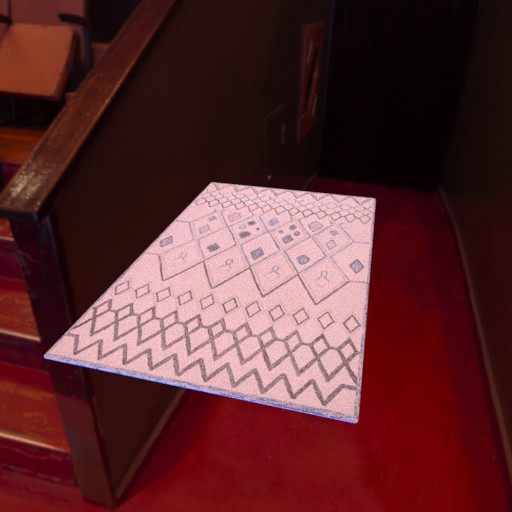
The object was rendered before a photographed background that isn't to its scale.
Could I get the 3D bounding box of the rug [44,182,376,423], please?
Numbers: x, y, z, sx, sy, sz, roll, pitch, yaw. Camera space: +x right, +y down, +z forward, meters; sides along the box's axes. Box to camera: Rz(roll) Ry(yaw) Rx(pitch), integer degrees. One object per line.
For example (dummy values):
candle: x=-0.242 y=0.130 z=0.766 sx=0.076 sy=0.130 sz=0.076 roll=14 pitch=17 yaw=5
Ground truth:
rug: x=0.000 y=0.000 z=3.028 sx=1.524 sy=0.015 sz=2.439 roll=8 pitch=31 yaw=13
